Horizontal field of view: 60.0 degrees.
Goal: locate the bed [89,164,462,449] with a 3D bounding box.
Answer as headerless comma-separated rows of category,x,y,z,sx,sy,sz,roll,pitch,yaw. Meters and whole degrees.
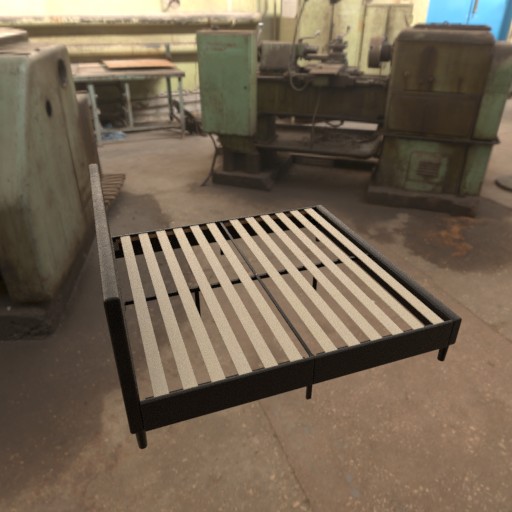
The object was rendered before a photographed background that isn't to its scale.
bed,0.000,0.000,3.333,2.152,1.046,2.018,-10,31,-17
